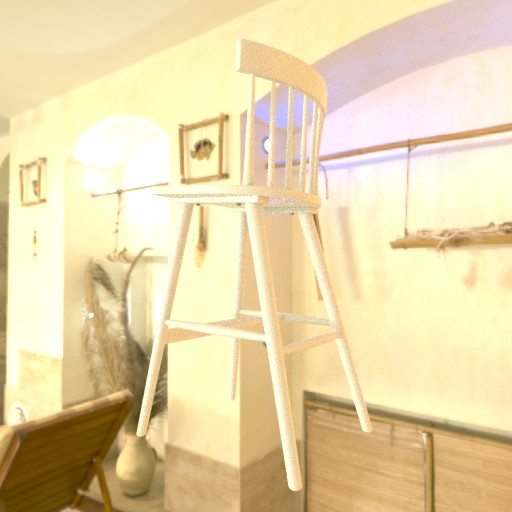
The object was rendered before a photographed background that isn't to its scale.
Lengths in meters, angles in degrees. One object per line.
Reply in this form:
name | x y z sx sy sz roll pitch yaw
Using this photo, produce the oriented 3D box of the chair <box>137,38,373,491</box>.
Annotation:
chair | 0.000 0.000 1.371 0.572 1.092 0.483 -1 -1 36
